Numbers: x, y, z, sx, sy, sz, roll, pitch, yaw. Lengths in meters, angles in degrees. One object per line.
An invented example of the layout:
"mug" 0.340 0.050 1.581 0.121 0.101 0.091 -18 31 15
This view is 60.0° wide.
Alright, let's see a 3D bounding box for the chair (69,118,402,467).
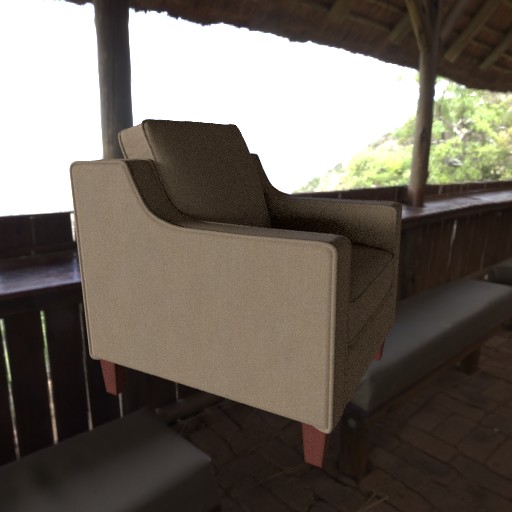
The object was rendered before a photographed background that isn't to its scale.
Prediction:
"chair" 0.000 0.000 1.631 0.909 0.960 0.831 8 17 27
